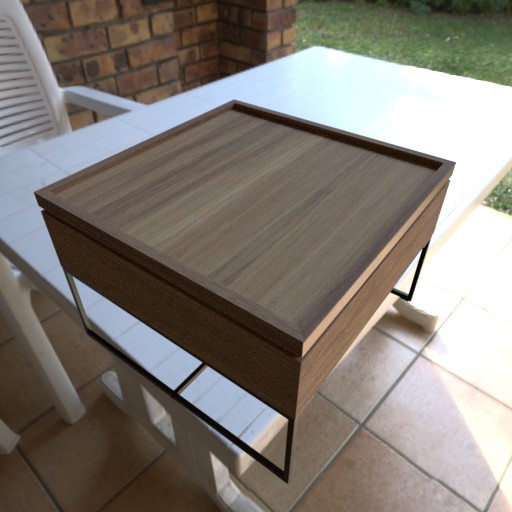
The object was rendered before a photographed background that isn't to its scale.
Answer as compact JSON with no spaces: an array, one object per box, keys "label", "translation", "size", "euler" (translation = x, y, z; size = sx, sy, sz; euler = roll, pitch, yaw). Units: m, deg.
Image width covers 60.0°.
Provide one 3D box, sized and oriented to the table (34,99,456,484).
[{"label":"table","translation":[0.000,0.000,1.141],"size":[0.676,0.464,0.679],"euler":[26,46,28]}]
